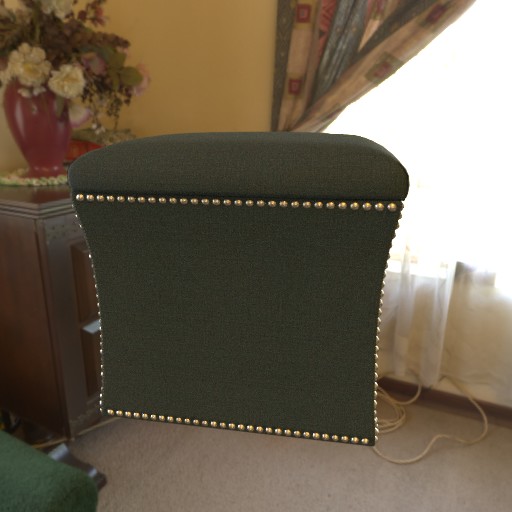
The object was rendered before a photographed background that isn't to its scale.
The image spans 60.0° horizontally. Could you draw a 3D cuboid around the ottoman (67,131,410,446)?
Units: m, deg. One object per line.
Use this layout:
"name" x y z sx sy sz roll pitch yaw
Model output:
"ottoman" 0.000 0.000 0.884 0.497 0.475 0.507 3 18 9
